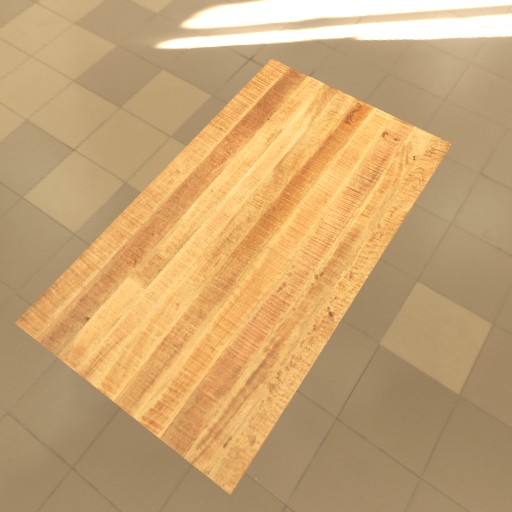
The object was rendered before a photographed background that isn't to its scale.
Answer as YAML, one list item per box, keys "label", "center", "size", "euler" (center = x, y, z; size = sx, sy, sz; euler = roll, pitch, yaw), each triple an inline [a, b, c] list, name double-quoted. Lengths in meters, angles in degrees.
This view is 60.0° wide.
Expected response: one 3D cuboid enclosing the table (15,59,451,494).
- label: "table"
  center: [0.000, 0.000, 1.614]
  size: [0.760, 0.455, 1.320]
  euler: [32, 68, 15]
